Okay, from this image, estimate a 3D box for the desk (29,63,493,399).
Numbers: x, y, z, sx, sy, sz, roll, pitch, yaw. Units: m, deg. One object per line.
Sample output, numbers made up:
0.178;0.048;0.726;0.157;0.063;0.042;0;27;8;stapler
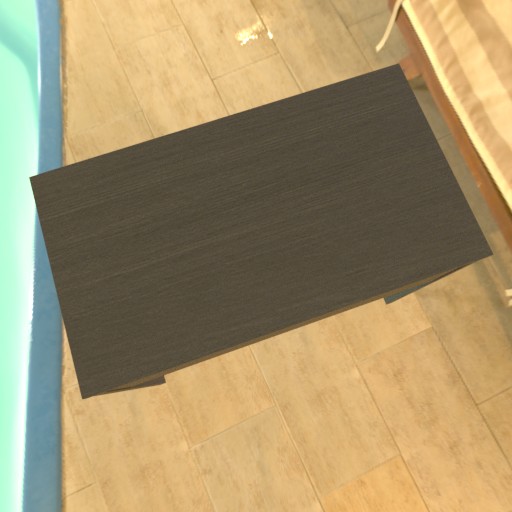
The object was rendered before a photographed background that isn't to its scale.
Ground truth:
0.000;0.000;1.311;0.893;0.724;0.498;-19;77;-5;desk
